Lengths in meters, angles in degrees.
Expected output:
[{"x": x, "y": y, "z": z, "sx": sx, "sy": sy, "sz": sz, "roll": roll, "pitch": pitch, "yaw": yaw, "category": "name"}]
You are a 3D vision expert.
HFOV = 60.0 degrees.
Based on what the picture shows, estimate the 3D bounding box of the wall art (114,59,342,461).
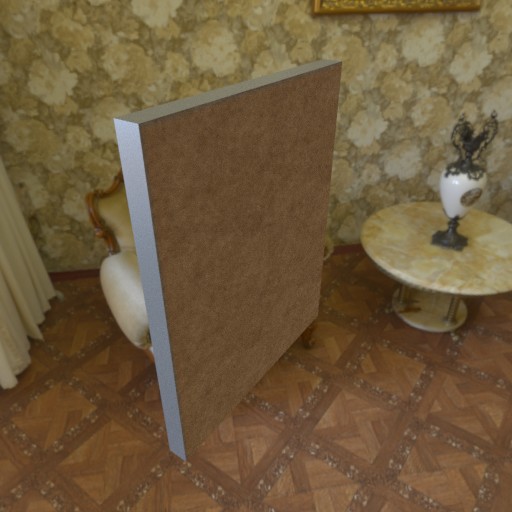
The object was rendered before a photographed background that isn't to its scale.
[{"x": 0.000, "y": 0.000, "z": 0.747, "sx": 0.037, "sy": 0.554, "sz": 0.453, "roll": 21, "pitch": 38, "yaw": 29, "category": "wall art"}]
